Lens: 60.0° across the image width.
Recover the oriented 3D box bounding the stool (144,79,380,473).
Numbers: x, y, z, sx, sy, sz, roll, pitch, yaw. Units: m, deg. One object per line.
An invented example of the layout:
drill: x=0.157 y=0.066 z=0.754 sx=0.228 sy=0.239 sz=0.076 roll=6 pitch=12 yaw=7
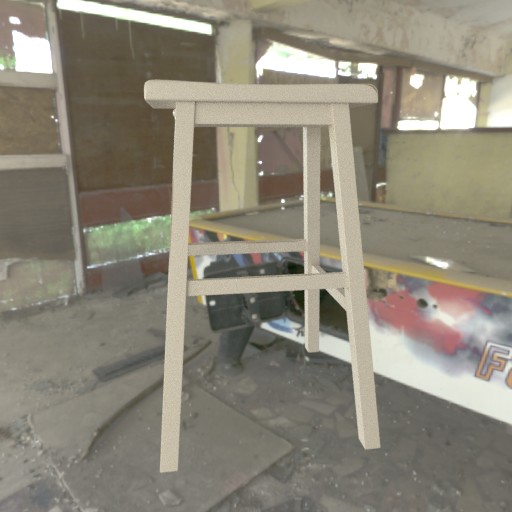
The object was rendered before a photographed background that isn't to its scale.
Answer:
stool: x=0.000 y=0.000 z=1.035 sx=0.457 sy=0.737 sz=0.476 roll=-2 pitch=15 yaw=-9
